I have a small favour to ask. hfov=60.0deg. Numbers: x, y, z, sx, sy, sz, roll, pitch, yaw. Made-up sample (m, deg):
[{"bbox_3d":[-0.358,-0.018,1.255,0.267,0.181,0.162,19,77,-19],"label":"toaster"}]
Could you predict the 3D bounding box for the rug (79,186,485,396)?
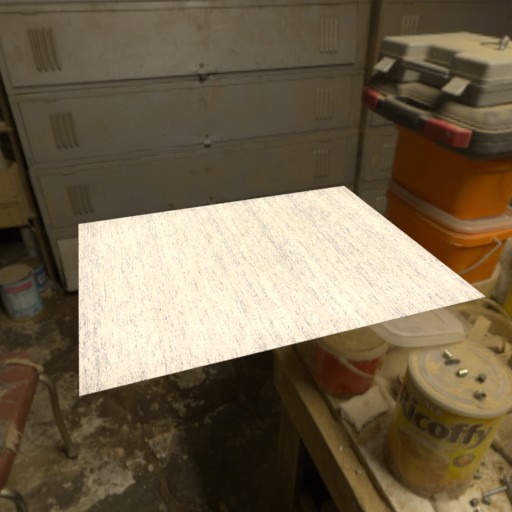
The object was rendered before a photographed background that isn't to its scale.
[{"bbox_3d":[0.000,0.000,4.224,3.197,0.006,2.438,-10,34,-16],"label":"rug"}]
